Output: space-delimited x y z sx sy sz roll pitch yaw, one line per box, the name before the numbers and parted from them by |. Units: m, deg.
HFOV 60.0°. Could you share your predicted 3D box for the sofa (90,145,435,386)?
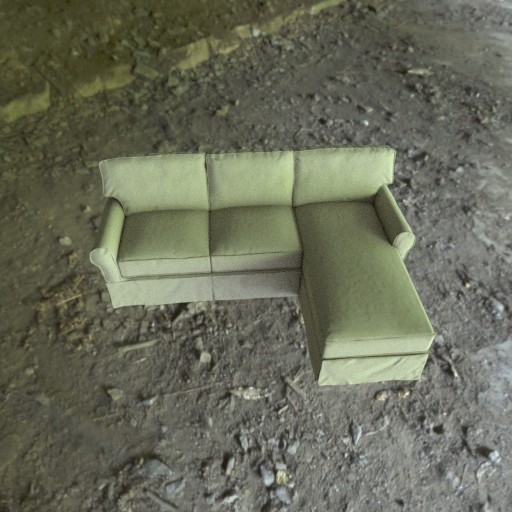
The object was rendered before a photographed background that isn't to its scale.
sofa | 0.000 0.000 3.390 2.475 0.978 1.733 -3 44 -3
